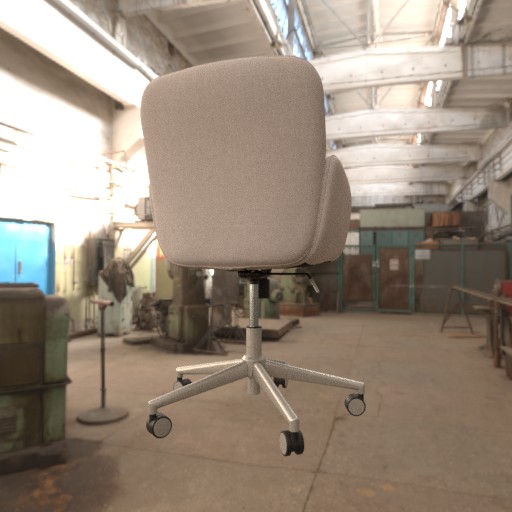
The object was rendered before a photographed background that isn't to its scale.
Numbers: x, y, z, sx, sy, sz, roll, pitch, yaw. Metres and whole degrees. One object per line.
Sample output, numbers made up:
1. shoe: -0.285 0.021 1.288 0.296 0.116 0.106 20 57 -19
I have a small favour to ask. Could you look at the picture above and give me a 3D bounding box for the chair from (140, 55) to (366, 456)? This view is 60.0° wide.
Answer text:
1. chair: 0.000 0.000 1.376 0.648 0.959 0.633 0 -1 19
